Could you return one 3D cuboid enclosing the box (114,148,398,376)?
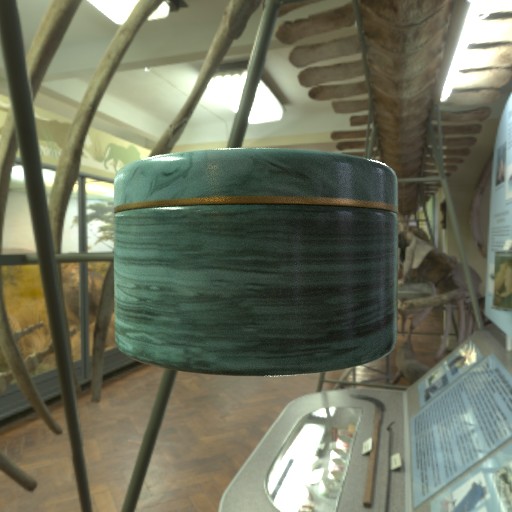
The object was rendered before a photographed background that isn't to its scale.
[{"bbox_3d":[0.000,0.000,0.166,0.101,0.063,0.101,0,1,0],"label":"box"}]
